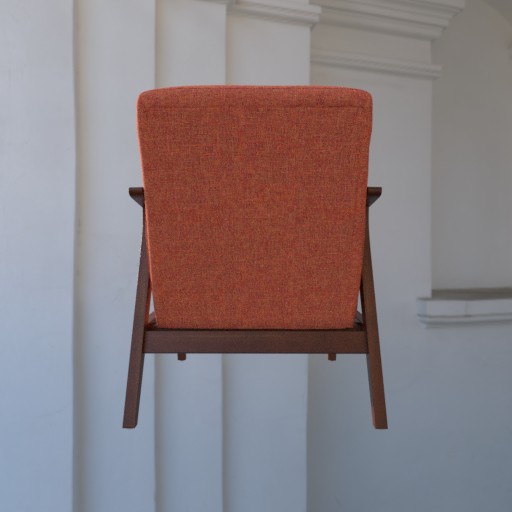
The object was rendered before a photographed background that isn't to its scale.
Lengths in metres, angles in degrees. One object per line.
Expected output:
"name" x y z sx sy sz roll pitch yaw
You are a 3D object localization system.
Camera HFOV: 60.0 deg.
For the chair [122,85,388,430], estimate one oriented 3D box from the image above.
"chair" 0.000 0.000 1.498 0.719 0.890 0.860 0 -1 0
